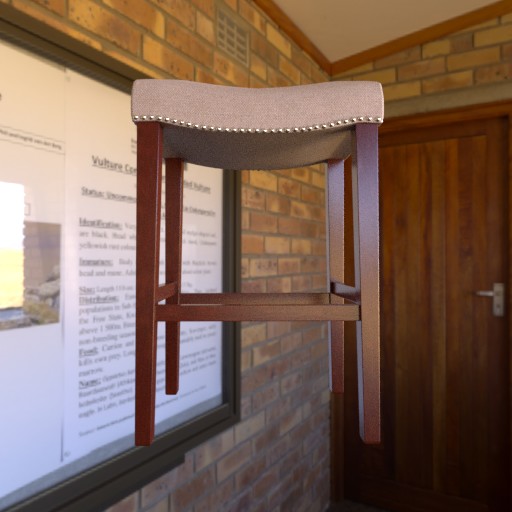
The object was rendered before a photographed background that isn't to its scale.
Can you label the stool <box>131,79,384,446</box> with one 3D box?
[{"bbox_3d":[0.000,0.000,1.048,0.504,0.742,0.372,0,-1,-1],"label":"stool"}]
